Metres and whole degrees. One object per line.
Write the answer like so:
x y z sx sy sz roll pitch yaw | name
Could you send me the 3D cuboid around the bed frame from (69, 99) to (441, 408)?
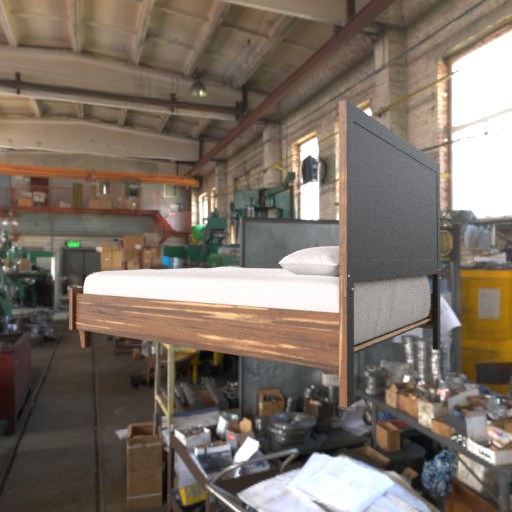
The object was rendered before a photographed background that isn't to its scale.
0.000 0.000 3.388 2.276 1.417 1.696 0 -1 36 | bed frame
